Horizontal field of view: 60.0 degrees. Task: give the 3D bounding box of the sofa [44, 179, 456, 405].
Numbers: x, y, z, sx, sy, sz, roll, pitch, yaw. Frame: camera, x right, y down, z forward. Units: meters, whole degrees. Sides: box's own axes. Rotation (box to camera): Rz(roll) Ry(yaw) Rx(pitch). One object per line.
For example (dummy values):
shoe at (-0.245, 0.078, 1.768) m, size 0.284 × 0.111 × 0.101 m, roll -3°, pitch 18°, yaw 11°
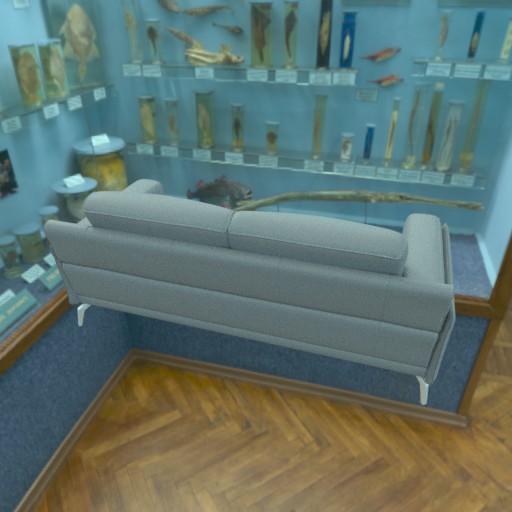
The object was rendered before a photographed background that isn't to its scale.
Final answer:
sofa at (0.000, 0.000, 2.557) m, size 2.100 × 0.900 × 0.969 m, roll 9°, pitch 33°, yaw 15°
